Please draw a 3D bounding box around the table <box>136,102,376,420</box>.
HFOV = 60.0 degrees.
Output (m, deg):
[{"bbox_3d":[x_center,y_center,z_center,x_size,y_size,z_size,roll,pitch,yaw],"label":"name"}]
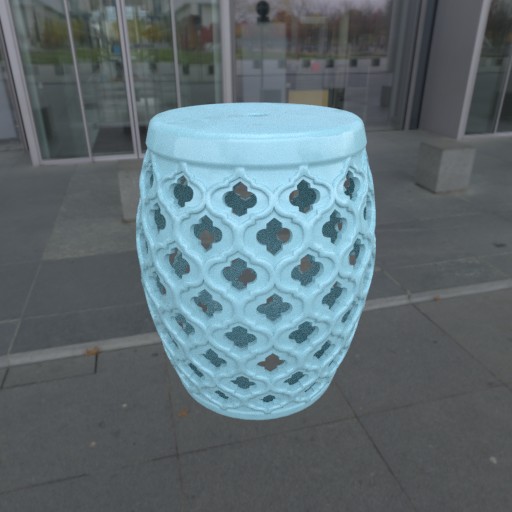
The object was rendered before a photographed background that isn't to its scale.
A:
[{"bbox_3d":[0.000,0.000,0.632,0.325,0.388,0.325,0,26,0],"label":"table"}]
